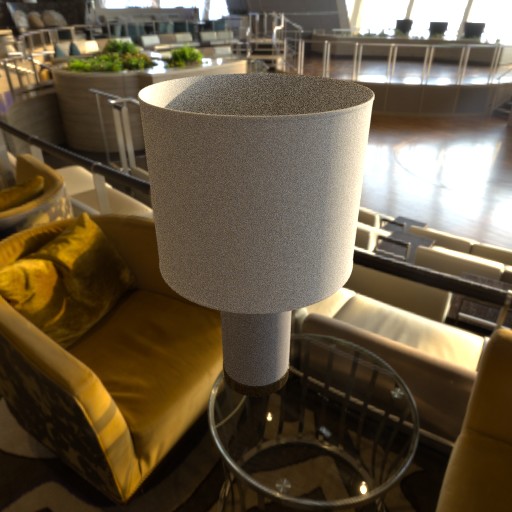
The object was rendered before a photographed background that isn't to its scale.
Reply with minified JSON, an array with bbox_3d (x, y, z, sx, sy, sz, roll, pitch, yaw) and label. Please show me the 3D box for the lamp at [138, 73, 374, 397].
[{"bbox_3d":[0.000,0.000,0.534,0.229,0.380,0.229,0,30,0],"label":"lamp"}]
